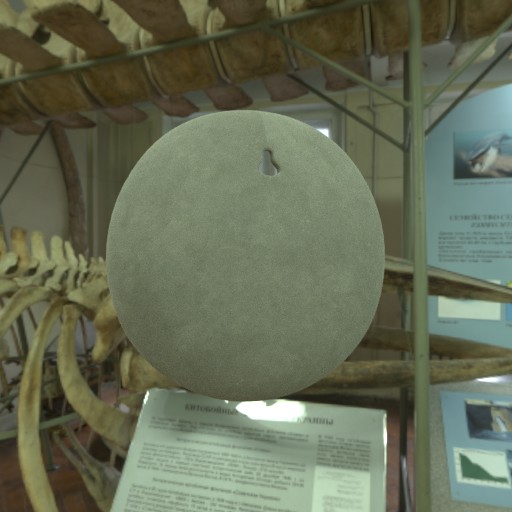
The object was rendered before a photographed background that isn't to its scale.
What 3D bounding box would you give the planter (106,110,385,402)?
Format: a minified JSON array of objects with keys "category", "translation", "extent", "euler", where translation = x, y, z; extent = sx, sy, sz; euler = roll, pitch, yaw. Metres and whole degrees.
[{"category":"planter","translation":[0.000,0.000,0.288],"extent":[0.185,0.188,0.071],"euler":[0,0,-16]}]
